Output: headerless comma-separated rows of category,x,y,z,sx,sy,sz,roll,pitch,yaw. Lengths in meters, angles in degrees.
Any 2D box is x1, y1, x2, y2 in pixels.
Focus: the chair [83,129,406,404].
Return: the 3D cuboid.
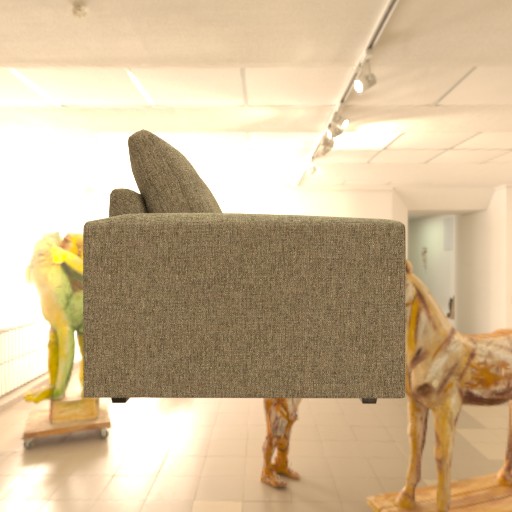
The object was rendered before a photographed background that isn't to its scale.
chair,0.000,0.000,2.023,1.039,0.915,1.398,0,0,0
